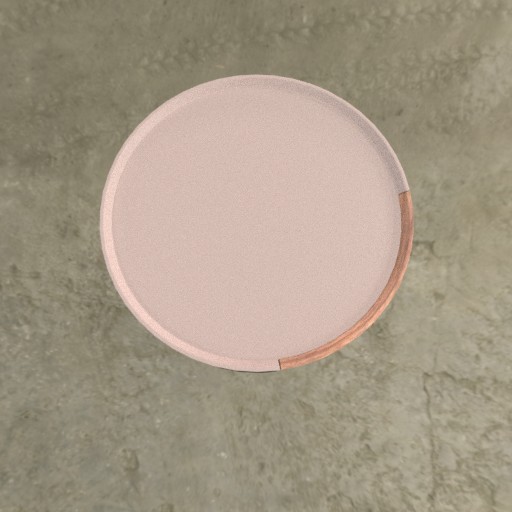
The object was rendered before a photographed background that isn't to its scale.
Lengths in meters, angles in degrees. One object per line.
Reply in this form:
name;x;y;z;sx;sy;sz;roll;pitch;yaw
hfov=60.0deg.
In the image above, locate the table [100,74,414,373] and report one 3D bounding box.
table;0.000;0.000;0.889;0.450;0.530;0.450;0;76;0
